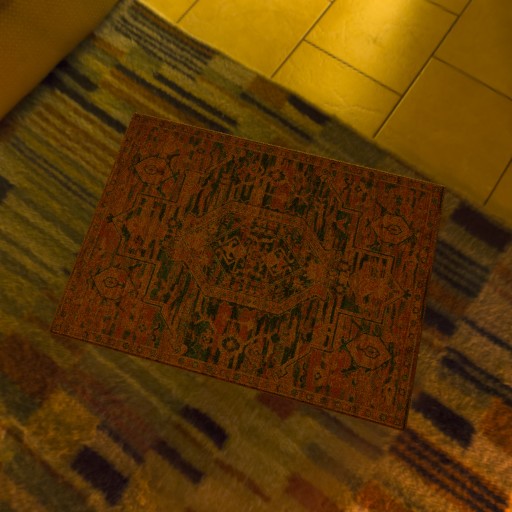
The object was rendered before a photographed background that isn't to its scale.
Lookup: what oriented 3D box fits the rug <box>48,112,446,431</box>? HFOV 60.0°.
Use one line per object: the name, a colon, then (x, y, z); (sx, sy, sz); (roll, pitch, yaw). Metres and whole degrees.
rug: (0.000, 0.000, 2.831); (2.204, 0.024, 1.588); (14, 75, 4)
